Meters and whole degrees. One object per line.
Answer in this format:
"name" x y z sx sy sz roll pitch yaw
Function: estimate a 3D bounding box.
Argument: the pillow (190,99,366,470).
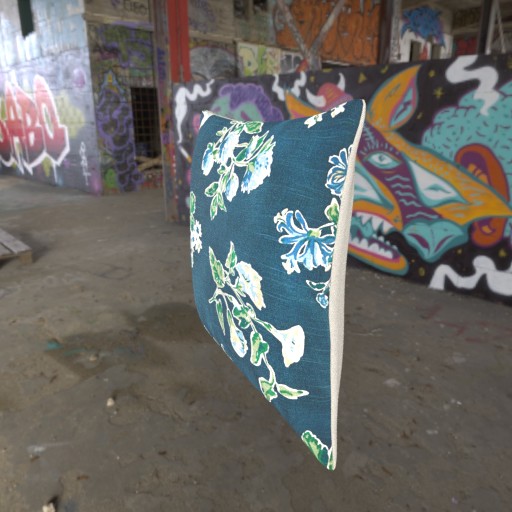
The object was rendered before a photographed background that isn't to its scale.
"pillow" 0.000 0.000 0.792 0.166 0.508 0.525 -8 19 -25
